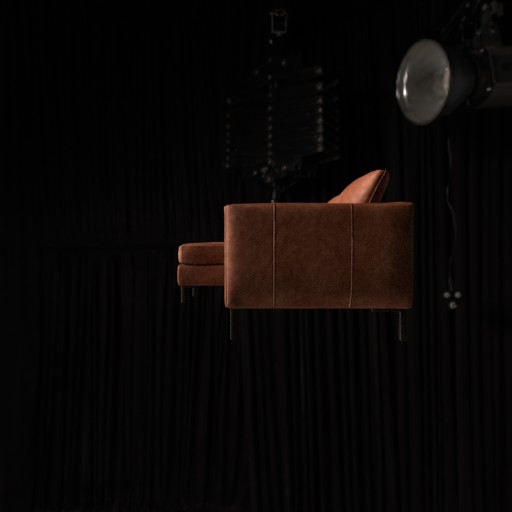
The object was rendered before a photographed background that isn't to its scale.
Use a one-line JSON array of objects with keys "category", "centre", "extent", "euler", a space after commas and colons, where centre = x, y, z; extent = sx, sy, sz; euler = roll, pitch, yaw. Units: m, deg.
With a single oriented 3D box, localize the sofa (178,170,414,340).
[{"category": "sofa", "centre": [0.000, 0.000, 3.558], "extent": [1.471, 0.859, 2.993], "euler": [0, -1, -1]}]
